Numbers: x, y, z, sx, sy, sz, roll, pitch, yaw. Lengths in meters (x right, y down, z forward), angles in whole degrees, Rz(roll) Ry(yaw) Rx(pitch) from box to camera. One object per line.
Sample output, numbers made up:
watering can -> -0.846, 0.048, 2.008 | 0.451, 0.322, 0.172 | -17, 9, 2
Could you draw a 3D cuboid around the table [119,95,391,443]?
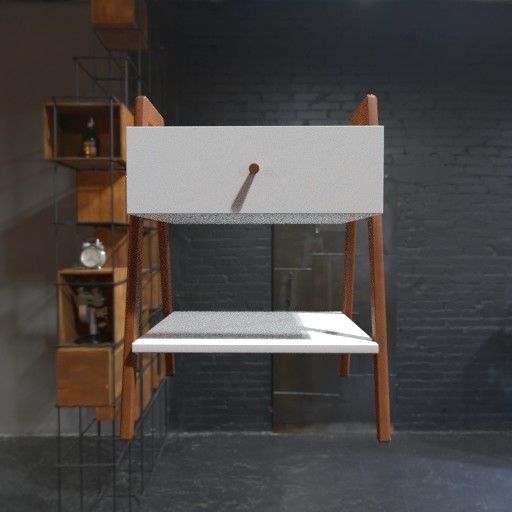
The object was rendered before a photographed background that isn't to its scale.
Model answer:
table -> 0.000, 0.000, 0.907 | 0.457, 0.610, 0.405 | 0, 2, 1
